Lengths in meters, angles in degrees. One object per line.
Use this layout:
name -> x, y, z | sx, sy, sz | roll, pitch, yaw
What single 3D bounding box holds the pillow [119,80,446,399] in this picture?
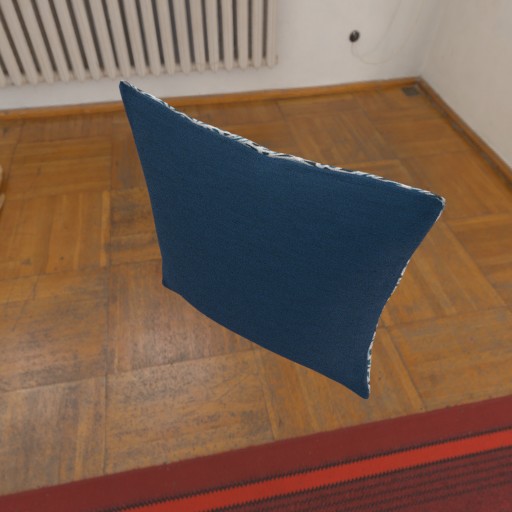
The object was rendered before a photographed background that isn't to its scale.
pillow -> 0.000, 0.000, 0.653 | 0.440, 0.420, 0.145 | 26, 52, 22
